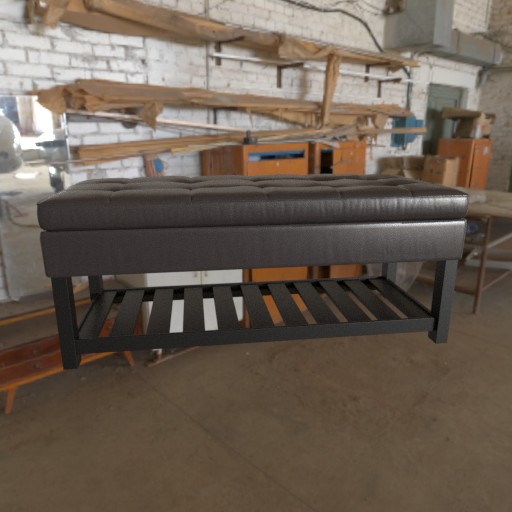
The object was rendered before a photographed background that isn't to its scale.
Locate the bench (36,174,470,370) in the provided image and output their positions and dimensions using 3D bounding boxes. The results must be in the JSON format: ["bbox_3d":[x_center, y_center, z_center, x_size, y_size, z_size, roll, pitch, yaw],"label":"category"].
[{"bbox_3d":[0.000,0.000,1.357,1.105,0.460,0.432,-2,16,-8],"label":"bench"}]
